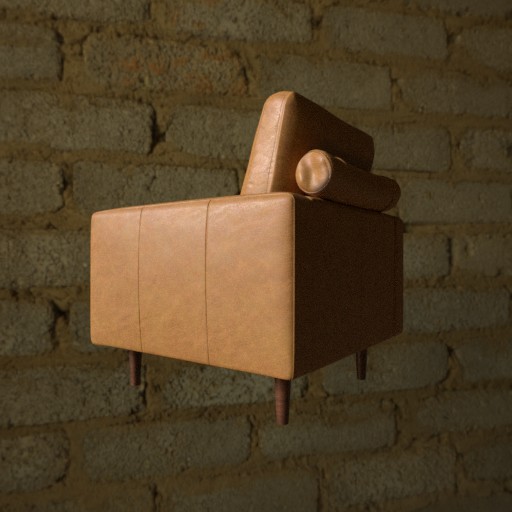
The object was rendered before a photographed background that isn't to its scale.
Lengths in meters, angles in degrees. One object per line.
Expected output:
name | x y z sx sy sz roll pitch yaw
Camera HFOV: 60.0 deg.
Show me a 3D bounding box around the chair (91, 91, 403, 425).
chair | 0.000 0.000 1.571 0.868 0.896 0.831 0 0 36
